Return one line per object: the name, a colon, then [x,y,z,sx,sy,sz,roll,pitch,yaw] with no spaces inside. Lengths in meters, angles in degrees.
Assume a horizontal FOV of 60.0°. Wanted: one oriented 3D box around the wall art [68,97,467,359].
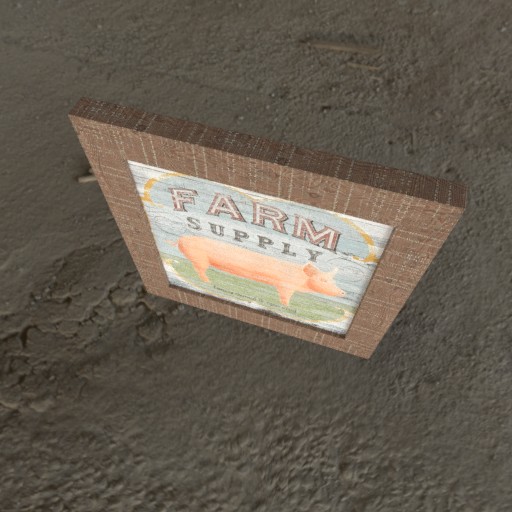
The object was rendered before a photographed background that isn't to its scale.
wall art: [0.000,0.000,0.800,0.531,0.531,0.040,15,59,9]
